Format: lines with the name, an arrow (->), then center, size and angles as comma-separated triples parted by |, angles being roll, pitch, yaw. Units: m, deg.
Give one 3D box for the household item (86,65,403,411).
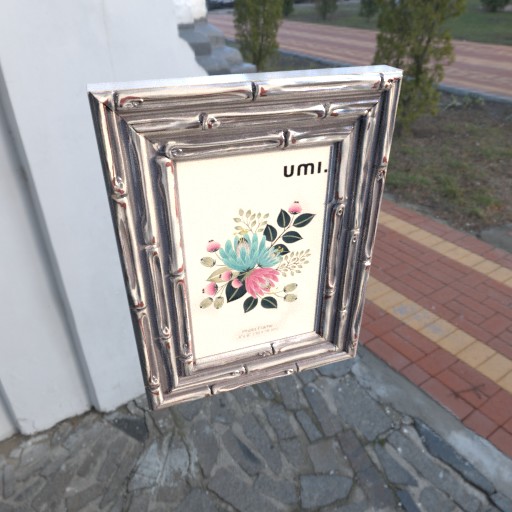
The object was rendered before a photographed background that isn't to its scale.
household item -> 0.000, 0.000, 0.284 | 0.165, 0.216, 0.025 | -10, 34, -16
